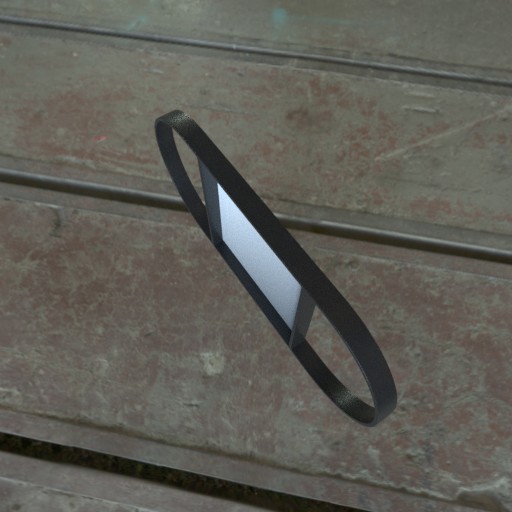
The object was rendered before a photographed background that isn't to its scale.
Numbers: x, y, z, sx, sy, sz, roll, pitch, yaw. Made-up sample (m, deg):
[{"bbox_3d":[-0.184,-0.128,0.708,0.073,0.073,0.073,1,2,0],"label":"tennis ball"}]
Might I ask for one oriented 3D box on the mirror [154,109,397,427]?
[{"bbox_3d":[0.000,0.000,0.689,0.032,0.254,0.584,-31,66,-16],"label":"mirror"}]
